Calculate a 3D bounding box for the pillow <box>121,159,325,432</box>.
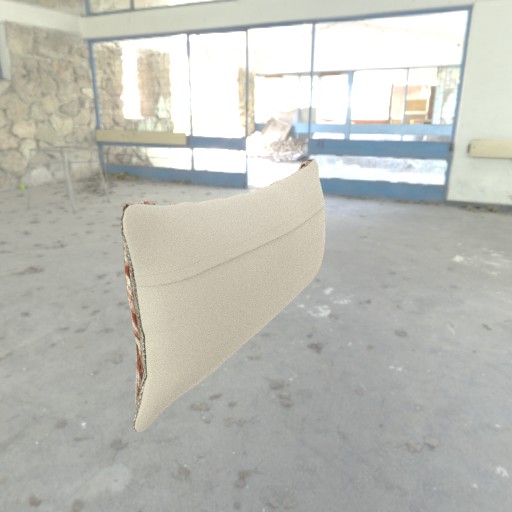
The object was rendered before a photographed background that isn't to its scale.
[{"bbox_3d":[0.000,0.000,0.763,0.139,0.282,0.635,9,19,25],"label":"pillow"}]
